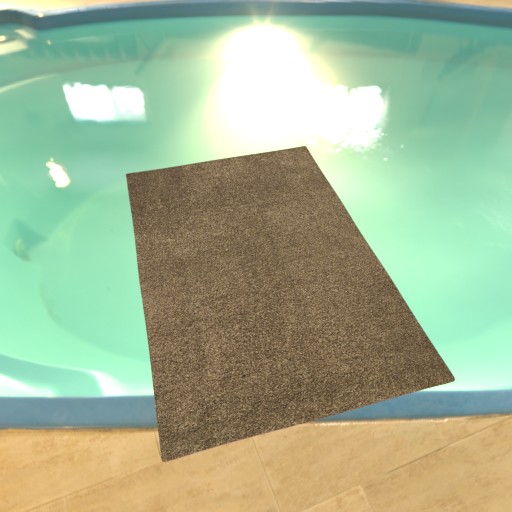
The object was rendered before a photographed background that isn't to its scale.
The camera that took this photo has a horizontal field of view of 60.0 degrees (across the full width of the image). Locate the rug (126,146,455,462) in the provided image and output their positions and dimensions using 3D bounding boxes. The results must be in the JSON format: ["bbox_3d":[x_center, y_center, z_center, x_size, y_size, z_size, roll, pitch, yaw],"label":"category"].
[{"bbox_3d":[0.000,0.000,3.455,1.802,0.026,2.699,-11,47,-11],"label":"rug"}]
